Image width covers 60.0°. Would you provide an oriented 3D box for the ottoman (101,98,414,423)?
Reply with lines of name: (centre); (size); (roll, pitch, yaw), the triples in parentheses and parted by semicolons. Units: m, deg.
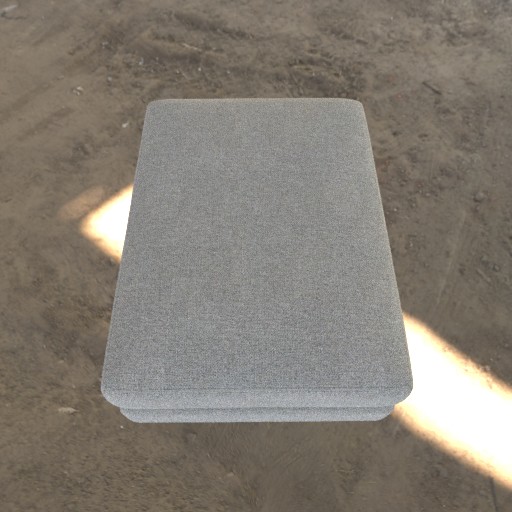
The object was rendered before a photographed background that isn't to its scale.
ottoman: (0.000, 0.000, 1.184); (0.611, 0.441, 0.821); (0, 60, 0)
